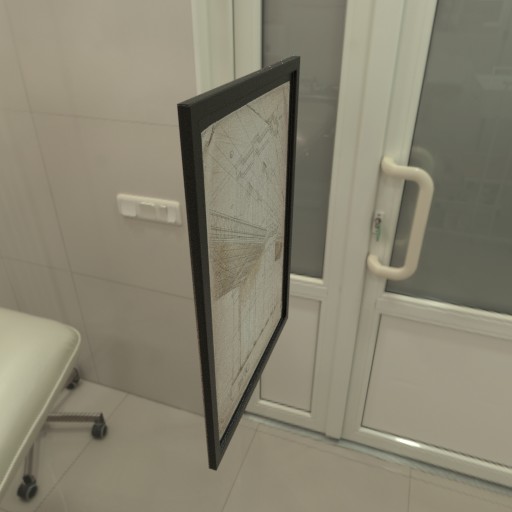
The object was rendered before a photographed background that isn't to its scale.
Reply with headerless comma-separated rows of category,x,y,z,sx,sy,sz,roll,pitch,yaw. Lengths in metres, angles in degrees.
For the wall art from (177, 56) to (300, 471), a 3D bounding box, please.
wall art,0.000,0.000,0.853,0.016,0.657,0.480,10,32,17
